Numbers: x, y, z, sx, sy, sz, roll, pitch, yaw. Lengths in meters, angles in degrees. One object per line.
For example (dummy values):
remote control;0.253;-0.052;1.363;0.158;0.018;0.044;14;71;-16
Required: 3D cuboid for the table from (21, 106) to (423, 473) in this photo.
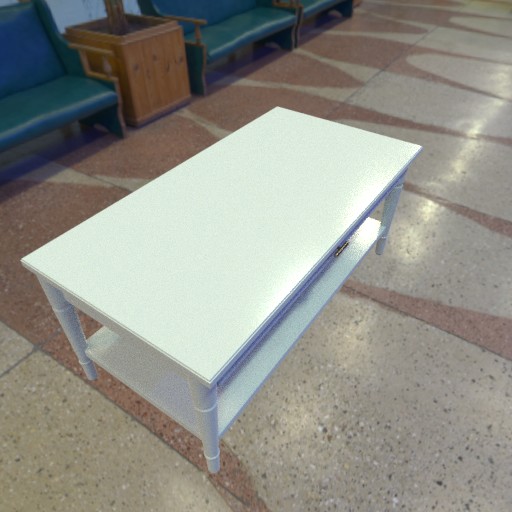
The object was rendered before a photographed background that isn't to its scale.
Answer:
table;0.000;0.000;1.362;0.559;0.457;1.067;25;47;26
